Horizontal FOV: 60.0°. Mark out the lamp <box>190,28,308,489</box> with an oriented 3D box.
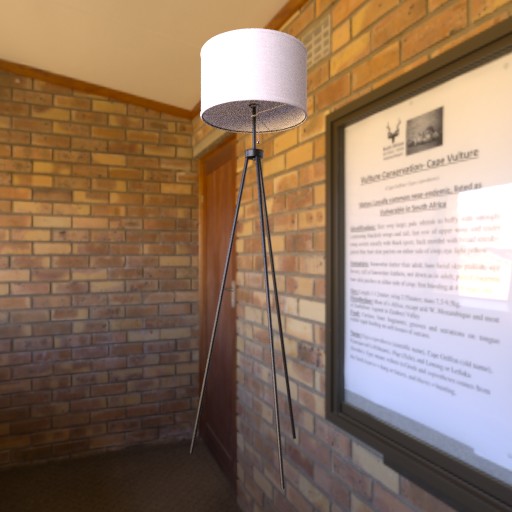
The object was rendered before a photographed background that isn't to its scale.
[{"bbox_3d":[0.000,0.000,1.728,0.448,1.545,0.458,0,0,34],"label":"lamp"}]
